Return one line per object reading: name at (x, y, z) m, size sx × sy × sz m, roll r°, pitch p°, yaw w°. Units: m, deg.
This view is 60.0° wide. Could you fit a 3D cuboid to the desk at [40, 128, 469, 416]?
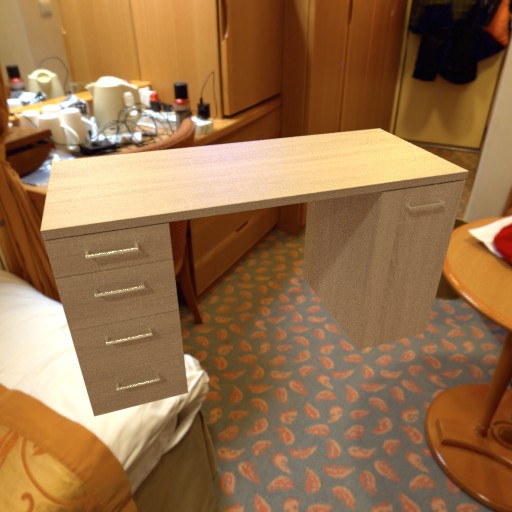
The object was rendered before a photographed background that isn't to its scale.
desk at (0.000, 0.000, 1.771) m, size 1.390 × 0.740 × 0.600 m, roll -10°, pitch 33°, yaw -16°
